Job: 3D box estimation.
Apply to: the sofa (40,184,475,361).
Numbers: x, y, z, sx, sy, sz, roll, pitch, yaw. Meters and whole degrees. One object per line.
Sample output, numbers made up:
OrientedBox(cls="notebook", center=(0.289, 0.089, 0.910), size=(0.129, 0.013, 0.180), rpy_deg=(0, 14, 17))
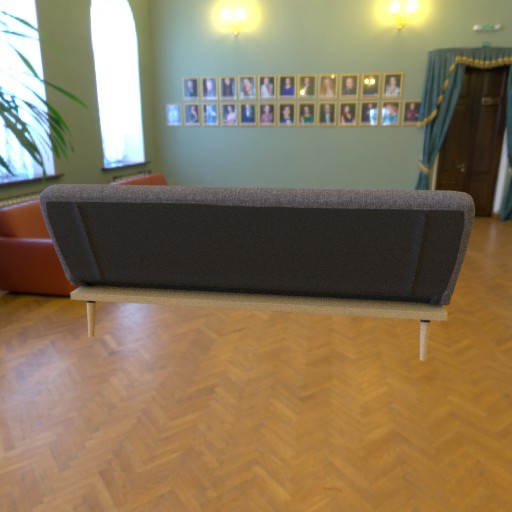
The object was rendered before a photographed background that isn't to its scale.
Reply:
OrientedBox(cls="sofa", center=(0.000, 0.000, 2.256), size=(1.820, 0.770, 0.820), rpy_deg=(2, 15, 8))
